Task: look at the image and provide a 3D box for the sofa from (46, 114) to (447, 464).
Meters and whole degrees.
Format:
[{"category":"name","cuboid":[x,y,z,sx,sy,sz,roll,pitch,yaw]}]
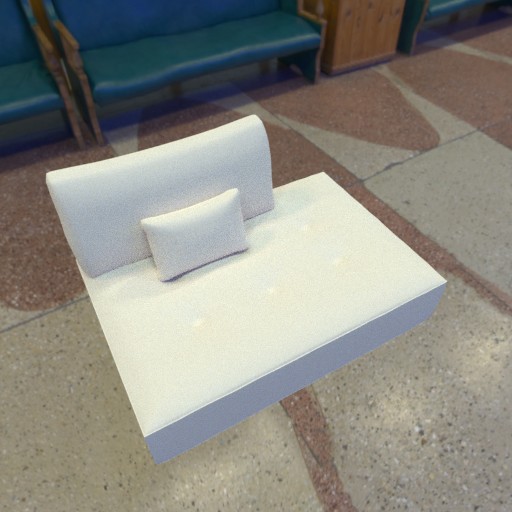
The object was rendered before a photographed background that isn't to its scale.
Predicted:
[{"category":"sofa","cuboid":[0.000,0.000,2.009,1.450,0.820,1.000,-22,50,-20]}]
